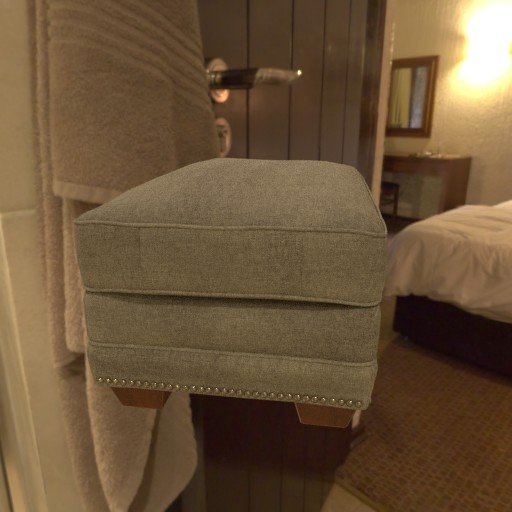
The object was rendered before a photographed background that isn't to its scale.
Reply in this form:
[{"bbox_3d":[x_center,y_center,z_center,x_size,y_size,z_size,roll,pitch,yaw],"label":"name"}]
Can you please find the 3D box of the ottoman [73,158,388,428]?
[{"bbox_3d":[0.000,0.000,1.138,0.561,0.457,0.813,3,17,8],"label":"ottoman"}]
